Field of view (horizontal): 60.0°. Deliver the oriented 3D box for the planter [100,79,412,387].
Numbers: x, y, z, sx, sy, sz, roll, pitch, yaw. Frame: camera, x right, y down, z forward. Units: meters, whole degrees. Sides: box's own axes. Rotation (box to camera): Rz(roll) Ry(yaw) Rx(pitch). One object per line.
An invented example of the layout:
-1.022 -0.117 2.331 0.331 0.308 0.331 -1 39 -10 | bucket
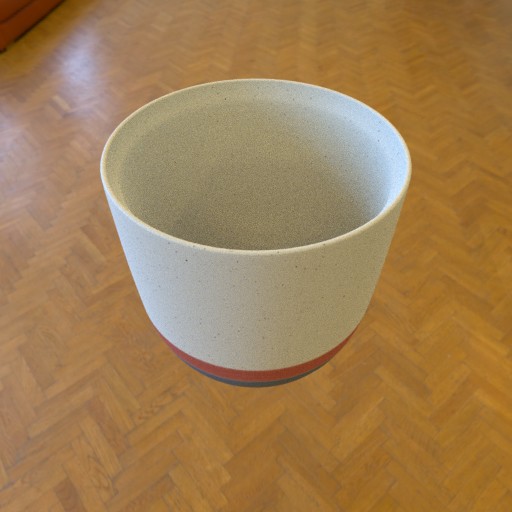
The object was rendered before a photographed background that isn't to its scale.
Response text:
0.000 0.000 0.374 0.204 0.214 0.204 0 46 0 | planter
